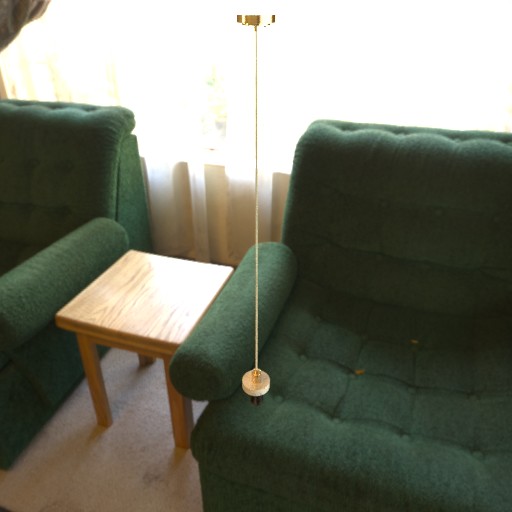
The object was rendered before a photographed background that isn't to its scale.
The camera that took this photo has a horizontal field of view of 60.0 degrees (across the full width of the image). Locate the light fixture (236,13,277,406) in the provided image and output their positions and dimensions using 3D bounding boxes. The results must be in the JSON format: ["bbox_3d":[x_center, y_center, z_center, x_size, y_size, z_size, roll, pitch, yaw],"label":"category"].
[{"bbox_3d":[0.000,0.000,1.741,0.129,1.669,0.129,1,30,2],"label":"light fixture"}]
